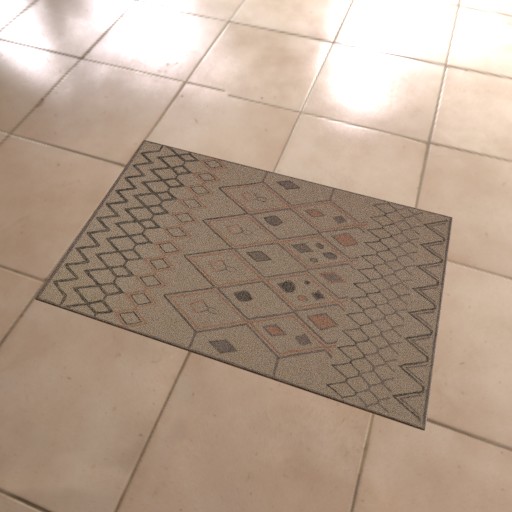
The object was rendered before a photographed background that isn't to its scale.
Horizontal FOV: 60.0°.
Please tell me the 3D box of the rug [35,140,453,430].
[{"bbox_3d":[0.000,0.000,2.980,2.438,0.015,1.524,16,59,10],"label":"rug"}]
